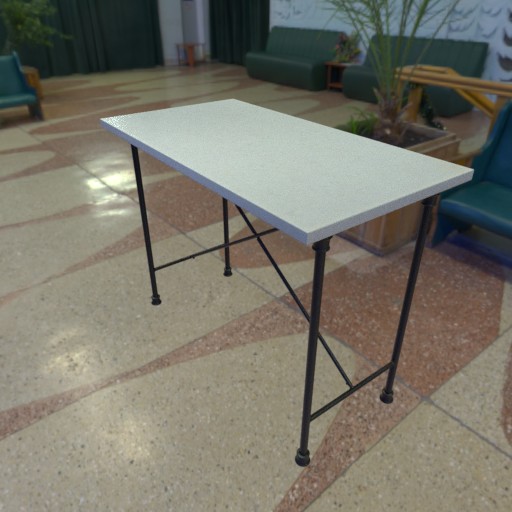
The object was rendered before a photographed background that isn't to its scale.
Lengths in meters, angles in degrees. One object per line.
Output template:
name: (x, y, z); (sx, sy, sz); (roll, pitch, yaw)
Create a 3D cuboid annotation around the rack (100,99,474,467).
rack: (0.000, 0.000, 1.667); (0.613, 0.880, 1.159); (-21, 37, -31)
